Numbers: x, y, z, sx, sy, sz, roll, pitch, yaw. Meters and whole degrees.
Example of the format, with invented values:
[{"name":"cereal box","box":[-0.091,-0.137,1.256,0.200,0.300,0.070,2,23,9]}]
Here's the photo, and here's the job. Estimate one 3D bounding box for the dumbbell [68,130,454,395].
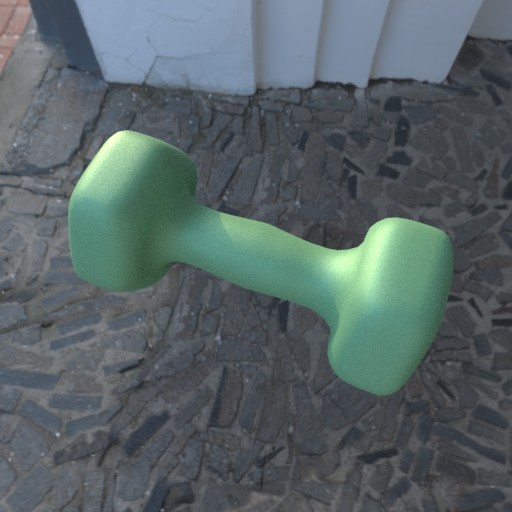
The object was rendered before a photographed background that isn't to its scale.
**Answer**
[{"name":"dumbbell","box":[0.000,0.000,0.327,0.260,0.117,0.129,20,66,10]}]
